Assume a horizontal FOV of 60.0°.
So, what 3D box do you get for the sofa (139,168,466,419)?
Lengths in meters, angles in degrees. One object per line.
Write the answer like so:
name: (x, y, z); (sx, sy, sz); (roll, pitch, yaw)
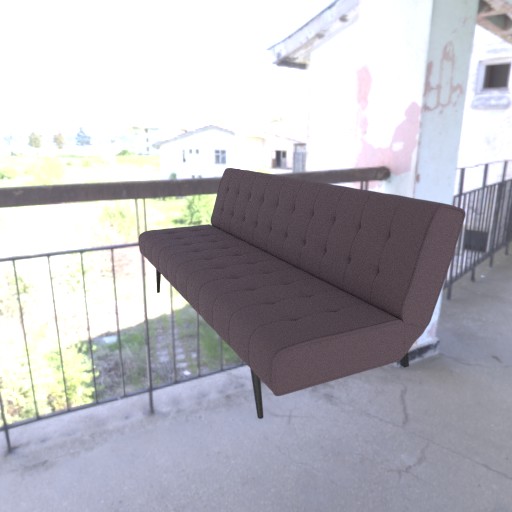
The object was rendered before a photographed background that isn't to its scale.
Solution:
sofa: (0.000, 0.000, 2.090); (0.747, 0.699, 1.703); (-8, 17, -25)
